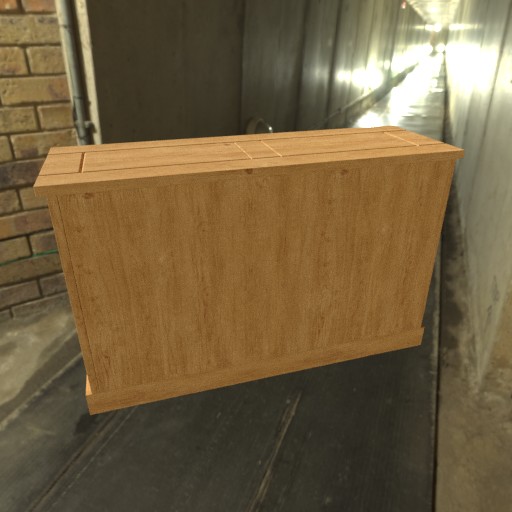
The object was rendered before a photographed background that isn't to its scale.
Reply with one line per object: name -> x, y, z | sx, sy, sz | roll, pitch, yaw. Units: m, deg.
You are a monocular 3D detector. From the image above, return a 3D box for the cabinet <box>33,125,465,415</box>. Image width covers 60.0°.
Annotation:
cabinet -> 0.000, 0.000, 1.674 | 1.321, 0.810, 0.432 | -8, 28, -15
